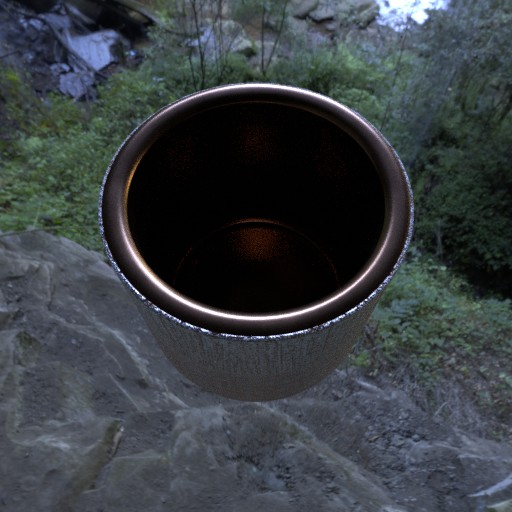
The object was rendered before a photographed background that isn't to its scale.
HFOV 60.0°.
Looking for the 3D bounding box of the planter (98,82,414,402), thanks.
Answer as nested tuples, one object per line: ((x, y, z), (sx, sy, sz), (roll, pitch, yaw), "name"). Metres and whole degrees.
((0.000, 0.000, 0.193), (0.109, 0.096, 0.109), (0, 62, 0), "planter")
